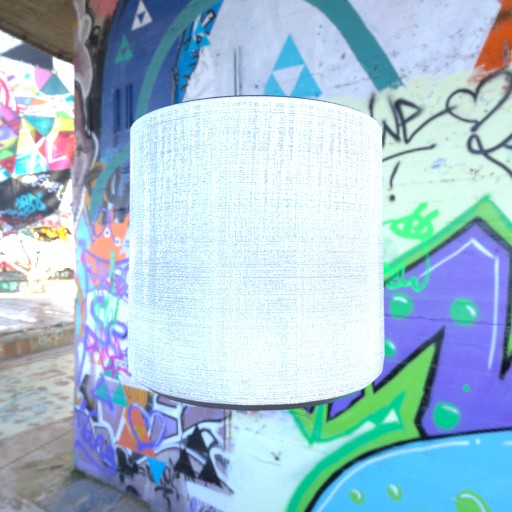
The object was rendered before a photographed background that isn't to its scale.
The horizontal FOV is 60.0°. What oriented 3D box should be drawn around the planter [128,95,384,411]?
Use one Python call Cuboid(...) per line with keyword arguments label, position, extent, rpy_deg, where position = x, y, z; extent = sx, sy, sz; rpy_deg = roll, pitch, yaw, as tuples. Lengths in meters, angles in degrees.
Cuboid(label="planter", position=(0.000, 0.000, 0.288), extent=(0.160, 0.156, 0.160), rpy_deg=(0, 0, 0))
